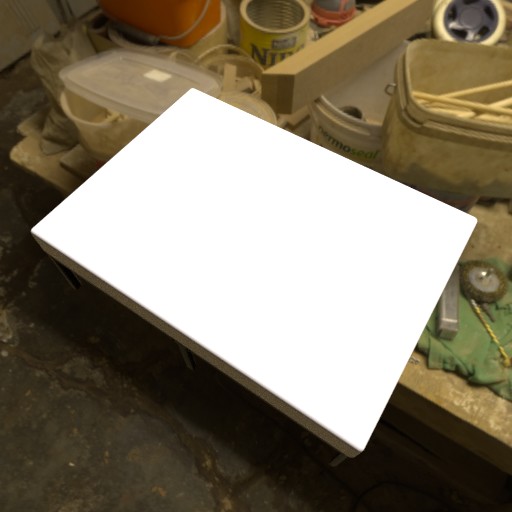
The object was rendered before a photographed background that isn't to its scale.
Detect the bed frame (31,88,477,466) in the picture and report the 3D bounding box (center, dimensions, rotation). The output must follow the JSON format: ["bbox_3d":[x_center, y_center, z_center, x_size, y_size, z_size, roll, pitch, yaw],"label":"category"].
[{"bbox_3d":[0.000,0.000,2.635,1.956,0.659,1.408,30,63,17],"label":"bed frame"}]
